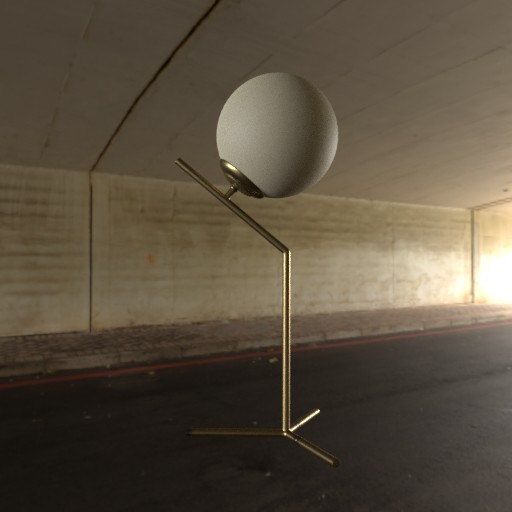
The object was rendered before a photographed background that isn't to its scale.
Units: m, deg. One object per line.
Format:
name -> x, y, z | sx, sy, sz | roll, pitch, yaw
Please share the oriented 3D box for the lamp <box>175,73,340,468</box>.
lamp -> 0.000, 0.000, 0.682 | 0.251, 0.552, 0.210 | 0, -1, 1
